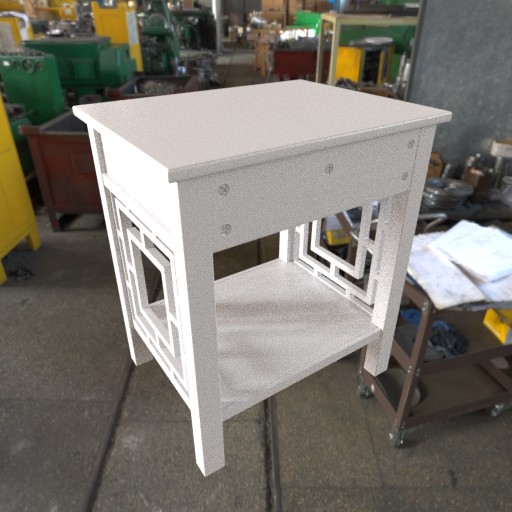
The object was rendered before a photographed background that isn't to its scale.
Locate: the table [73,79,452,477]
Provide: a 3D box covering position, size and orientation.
[{"bbox_3d":[0.000,0.000,0.998,0.564,0.646,0.451,-19,35,-29],"label":"table"}]
